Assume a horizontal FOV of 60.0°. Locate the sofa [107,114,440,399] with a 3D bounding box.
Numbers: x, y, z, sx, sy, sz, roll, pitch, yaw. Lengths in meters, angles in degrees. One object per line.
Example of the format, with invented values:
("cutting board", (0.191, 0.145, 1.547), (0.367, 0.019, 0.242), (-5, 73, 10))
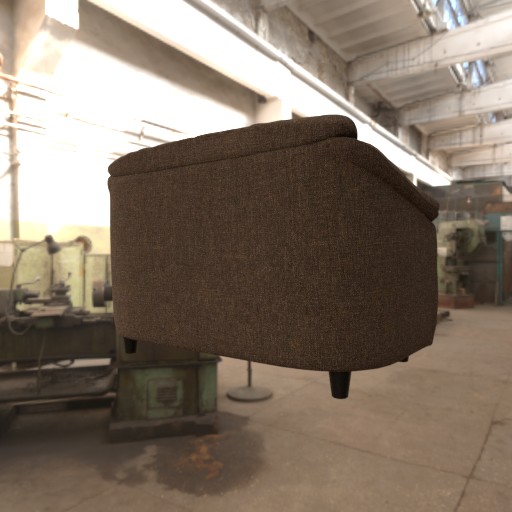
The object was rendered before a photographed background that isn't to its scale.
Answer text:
("sofa", (0.000, 0.000, 1.934), (1.404, 0.895, 0.799), (0, 0, 37))
